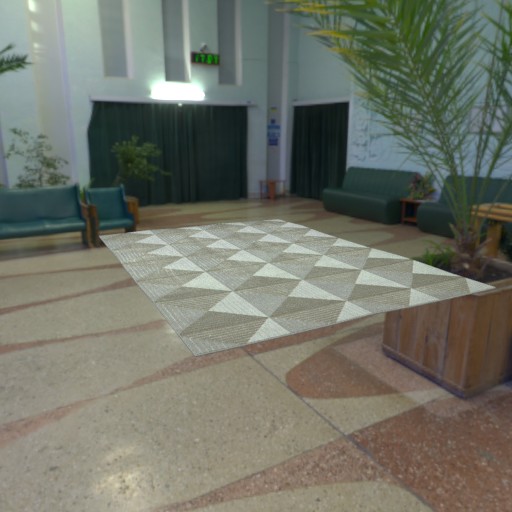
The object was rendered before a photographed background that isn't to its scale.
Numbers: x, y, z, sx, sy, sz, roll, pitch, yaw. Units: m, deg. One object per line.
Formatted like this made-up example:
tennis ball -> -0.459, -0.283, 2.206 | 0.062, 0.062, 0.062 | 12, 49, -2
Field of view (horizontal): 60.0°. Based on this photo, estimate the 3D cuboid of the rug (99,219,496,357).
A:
rug -> 0.000, 0.000, 4.292 | 2.428, 0.027, 3.333 | -7, 17, -26
